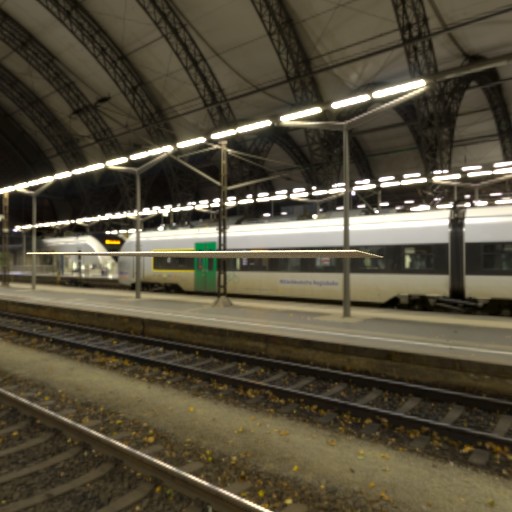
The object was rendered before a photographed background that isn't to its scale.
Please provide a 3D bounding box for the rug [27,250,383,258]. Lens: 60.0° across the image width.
[{"bbox_3d":[0.000,0.000,2.368,1.234,0.006,1.850,0,-1,18],"label":"rug"}]
